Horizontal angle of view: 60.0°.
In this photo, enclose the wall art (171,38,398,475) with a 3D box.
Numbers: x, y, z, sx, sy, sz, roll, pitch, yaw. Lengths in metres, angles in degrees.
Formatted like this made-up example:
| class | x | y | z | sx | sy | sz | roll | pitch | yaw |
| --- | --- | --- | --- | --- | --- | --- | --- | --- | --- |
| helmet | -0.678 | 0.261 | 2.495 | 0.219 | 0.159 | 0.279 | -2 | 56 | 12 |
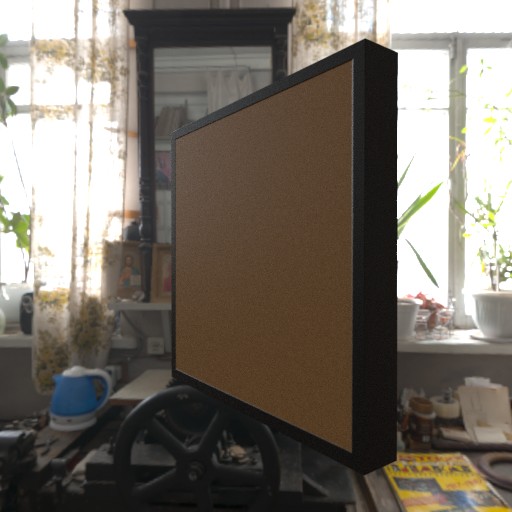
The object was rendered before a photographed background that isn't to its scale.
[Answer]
| class | x | y | z | sx | sy | sz | roll | pitch | yaw |
| --- | --- | --- | --- | --- | --- | --- | --- | --- | --- |
| wall art | 0.000 | 0.000 | 0.440 | 0.038 | 0.304 | 0.304 | 0 | 1 | -37 |
